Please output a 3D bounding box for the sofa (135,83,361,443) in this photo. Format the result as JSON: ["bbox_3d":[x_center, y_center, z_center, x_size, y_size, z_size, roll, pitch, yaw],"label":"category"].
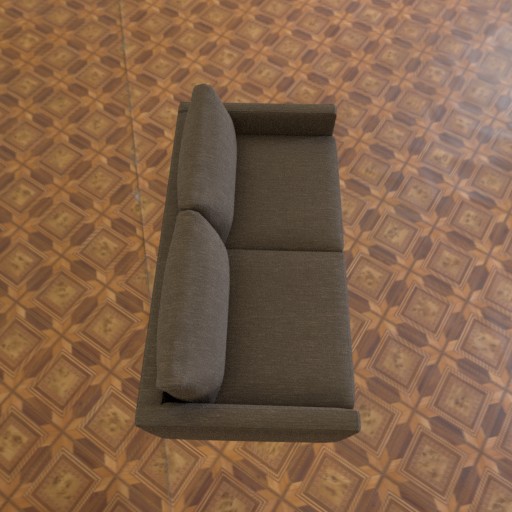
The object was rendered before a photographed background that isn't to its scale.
[{"bbox_3d":[0.000,0.000,2.194,0.875,0.840,1.682,1,63,1],"label":"sofa"}]
